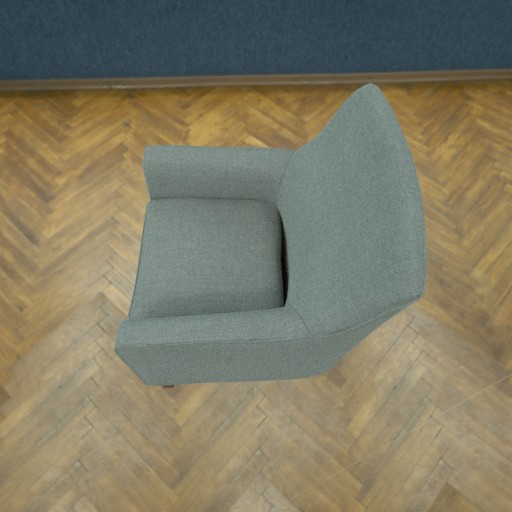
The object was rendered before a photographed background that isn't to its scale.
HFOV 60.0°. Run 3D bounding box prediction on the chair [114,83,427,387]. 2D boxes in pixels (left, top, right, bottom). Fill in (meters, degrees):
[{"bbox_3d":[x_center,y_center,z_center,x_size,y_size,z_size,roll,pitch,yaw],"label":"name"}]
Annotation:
[{"bbox_3d":[0.000,0.000,1.807,0.993,1.047,0.887,-1,59,0],"label":"chair"}]
